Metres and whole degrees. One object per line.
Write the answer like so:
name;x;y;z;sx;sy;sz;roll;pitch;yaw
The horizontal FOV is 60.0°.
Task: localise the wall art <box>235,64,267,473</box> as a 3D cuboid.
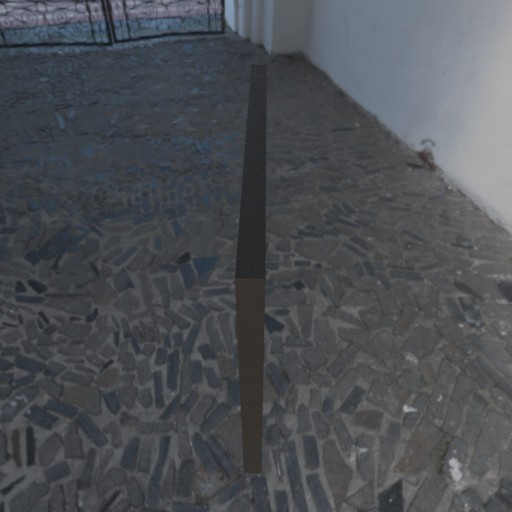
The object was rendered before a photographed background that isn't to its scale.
wall art;0.000;0.000;0.778;0.029;0.457;0.558;1;43;1
